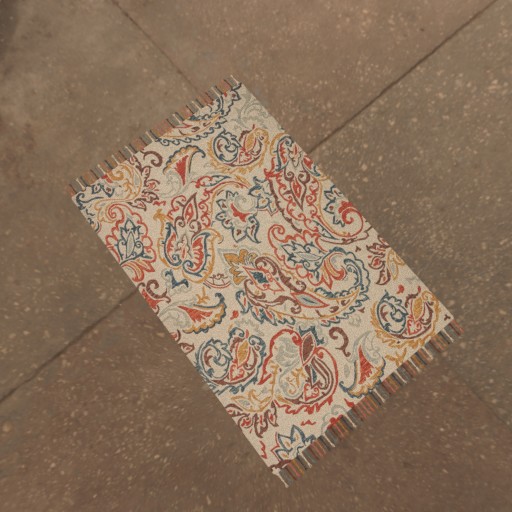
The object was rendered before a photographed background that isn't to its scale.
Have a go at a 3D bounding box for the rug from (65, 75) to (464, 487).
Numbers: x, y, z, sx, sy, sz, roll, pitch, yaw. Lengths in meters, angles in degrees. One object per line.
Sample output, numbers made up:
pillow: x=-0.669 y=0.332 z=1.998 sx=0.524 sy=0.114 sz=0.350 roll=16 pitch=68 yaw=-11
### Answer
rug: x=0.000 y=0.000 z=2.417 sx=1.218 sy=0.010 sz=1.997 roll=-37 pitch=78 yaw=-9
